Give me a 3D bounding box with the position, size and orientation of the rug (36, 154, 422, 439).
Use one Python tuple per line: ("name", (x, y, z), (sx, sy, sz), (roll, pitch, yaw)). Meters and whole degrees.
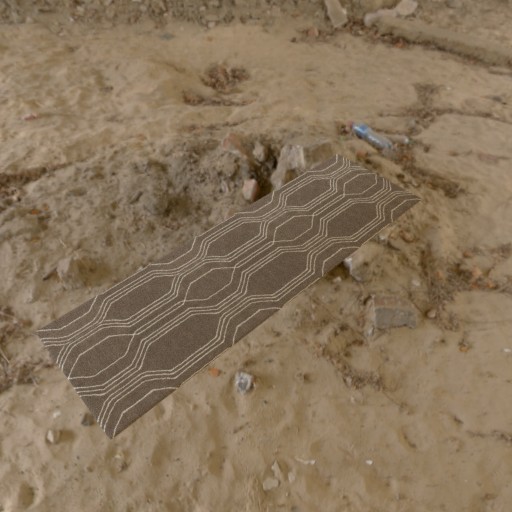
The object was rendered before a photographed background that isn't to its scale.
("rug", (0.000, 0.000, 2.724), (2.464, 0.012, 0.773), (-34, 55, -28))
